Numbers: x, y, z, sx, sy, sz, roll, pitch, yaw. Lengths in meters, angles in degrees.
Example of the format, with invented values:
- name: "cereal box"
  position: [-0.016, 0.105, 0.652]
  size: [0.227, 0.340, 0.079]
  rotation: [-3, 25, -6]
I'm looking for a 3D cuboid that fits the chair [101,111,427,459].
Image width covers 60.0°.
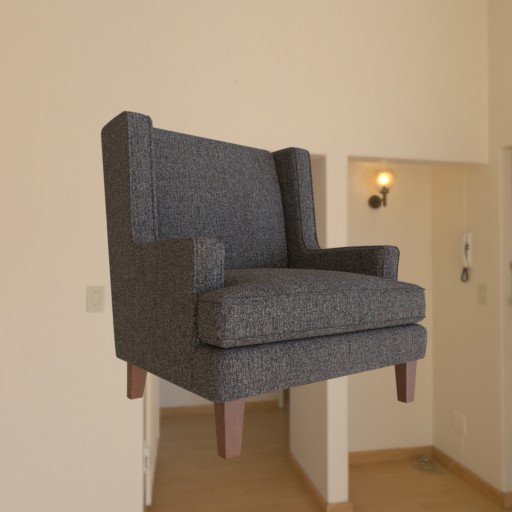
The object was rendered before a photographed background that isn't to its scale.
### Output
- name: "chair"
  position: [0.000, 0.000, 1.745]
  size: [0.942, 1.082, 0.927]
  rotation: [1, -2, -37]
